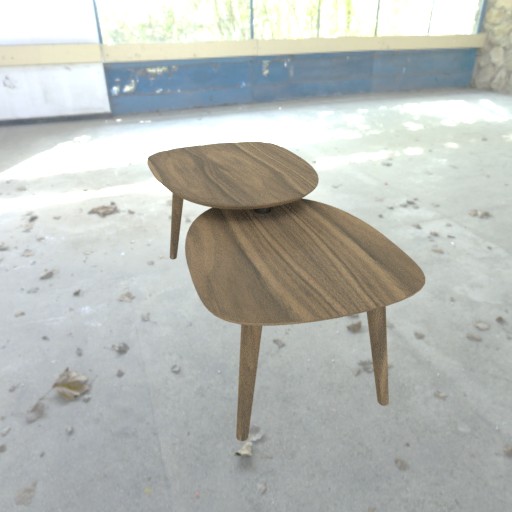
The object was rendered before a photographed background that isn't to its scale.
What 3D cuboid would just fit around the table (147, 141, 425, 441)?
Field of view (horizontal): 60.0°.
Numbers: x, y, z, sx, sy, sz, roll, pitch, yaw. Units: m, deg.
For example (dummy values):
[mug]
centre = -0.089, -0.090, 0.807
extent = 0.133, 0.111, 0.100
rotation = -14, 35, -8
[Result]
[table]
centre = 0.000, 0.000, 1.387
extent = 0.527, 0.429, 1.084
rotation = -10, 31, -17
